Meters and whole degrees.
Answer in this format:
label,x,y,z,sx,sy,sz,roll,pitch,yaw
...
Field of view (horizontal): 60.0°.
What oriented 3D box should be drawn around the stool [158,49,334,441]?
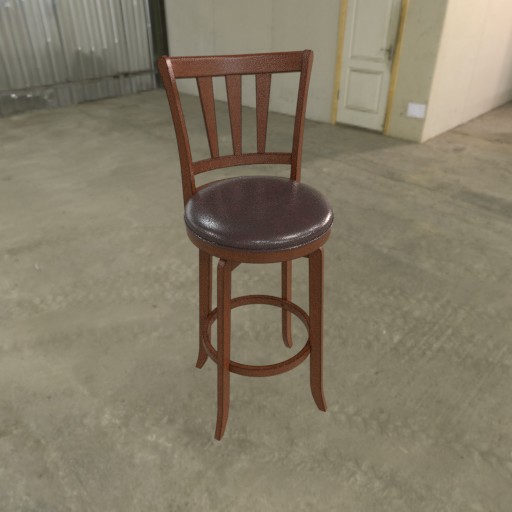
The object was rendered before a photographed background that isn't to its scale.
label,x,y,z,sx,sy,sz,roll,pitch,yaw
stool,0.000,0.000,1.447,0.464,1.177,0.503,-9,33,-15
